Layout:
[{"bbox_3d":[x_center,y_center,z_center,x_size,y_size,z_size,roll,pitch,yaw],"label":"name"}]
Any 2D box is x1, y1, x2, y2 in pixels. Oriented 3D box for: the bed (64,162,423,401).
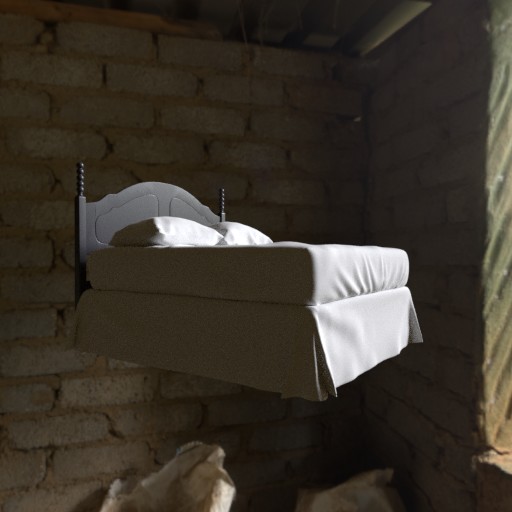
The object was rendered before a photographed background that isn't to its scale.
[{"bbox_3d":[0.000,0.000,3.292,2.040,1.356,1.873,0,0,35],"label":"bed"}]
